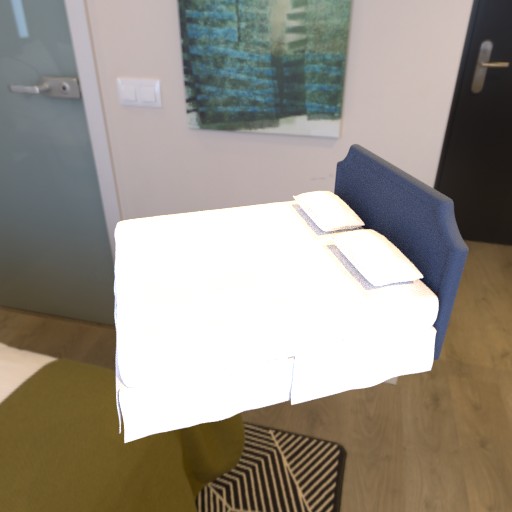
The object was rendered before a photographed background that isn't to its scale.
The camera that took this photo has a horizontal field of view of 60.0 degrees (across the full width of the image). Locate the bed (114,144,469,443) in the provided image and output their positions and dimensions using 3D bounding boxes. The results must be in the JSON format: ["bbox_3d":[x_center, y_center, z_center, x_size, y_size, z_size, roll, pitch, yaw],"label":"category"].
[{"bbox_3d":[0.000,0.000,4.183,2.773,1.488,2.350,-8,31,-14],"label":"bed"}]
